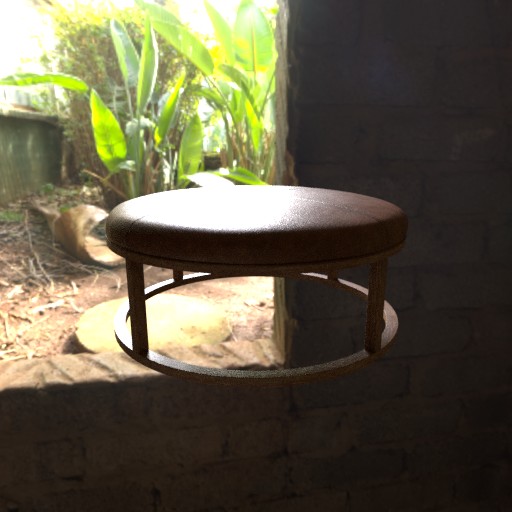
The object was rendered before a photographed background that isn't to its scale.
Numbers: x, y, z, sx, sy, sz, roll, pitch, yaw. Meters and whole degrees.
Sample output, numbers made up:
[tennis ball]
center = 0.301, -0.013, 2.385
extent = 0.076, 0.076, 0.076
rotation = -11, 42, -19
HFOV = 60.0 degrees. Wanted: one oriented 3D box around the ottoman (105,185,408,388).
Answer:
[ottoman]
center = 0.000, 0.000, 1.574
extent = 1.006, 0.445, 1.006
rotation = 0, 15, 0
